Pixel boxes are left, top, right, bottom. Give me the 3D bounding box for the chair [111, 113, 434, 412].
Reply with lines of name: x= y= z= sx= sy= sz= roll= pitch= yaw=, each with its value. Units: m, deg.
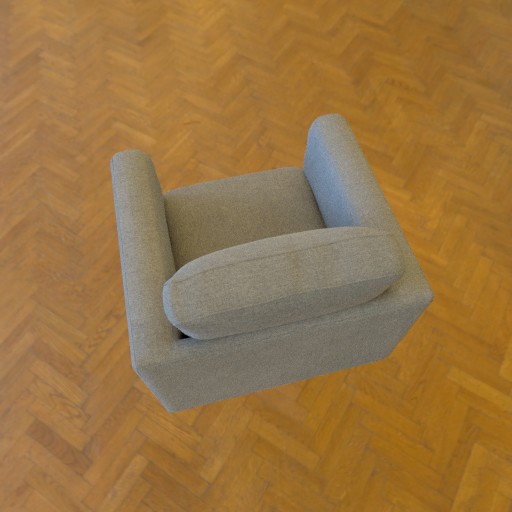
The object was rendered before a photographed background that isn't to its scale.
chair: x=0.000 y=0.000 z=1.571 sx=0.855 sy=0.927 sz=0.800 roll=-12 pitch=60 yaw=-7
